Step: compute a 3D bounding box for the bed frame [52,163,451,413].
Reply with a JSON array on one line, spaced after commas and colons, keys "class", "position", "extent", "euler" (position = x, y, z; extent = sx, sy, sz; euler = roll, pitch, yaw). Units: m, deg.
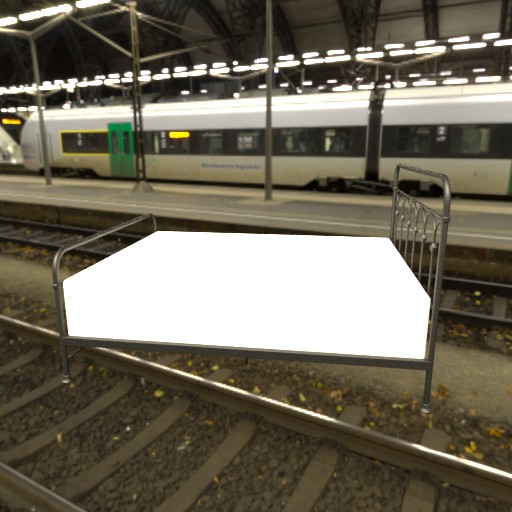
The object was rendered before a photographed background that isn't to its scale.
[{"class": "bed frame", "position": [0.000, 0.000, 3.217], "extent": [2.203, 1.276, 1.664], "euler": [2, 14, 8]}]
